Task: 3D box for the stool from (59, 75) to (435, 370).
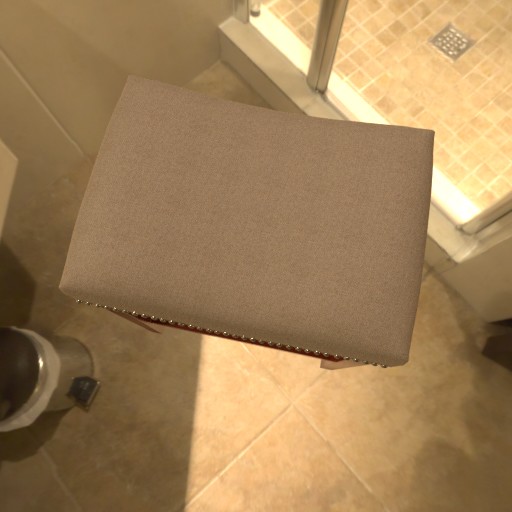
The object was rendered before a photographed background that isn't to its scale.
[{"bbox_3d":[0.000,0.000,0.931,0.509,0.632,0.375,11,75,3],"label":"stool"}]
